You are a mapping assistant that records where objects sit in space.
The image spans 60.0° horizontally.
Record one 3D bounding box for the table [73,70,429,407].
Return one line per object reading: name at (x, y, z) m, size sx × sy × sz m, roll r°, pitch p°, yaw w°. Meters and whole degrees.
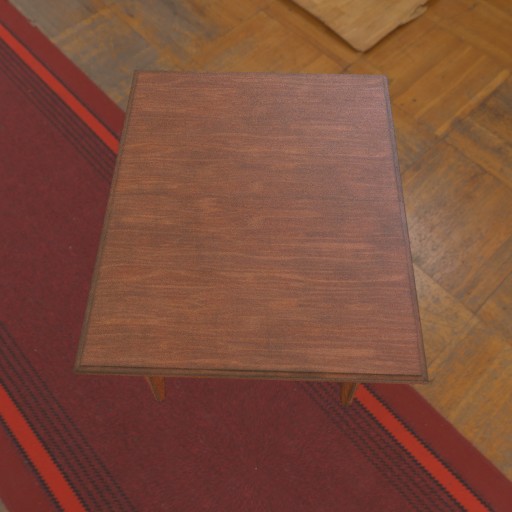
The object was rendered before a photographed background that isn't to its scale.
table at (0.000, 0.000, 1.591) m, size 0.838 × 0.761 × 0.991 m, roll 1°, pitch 64°, yaw 1°
